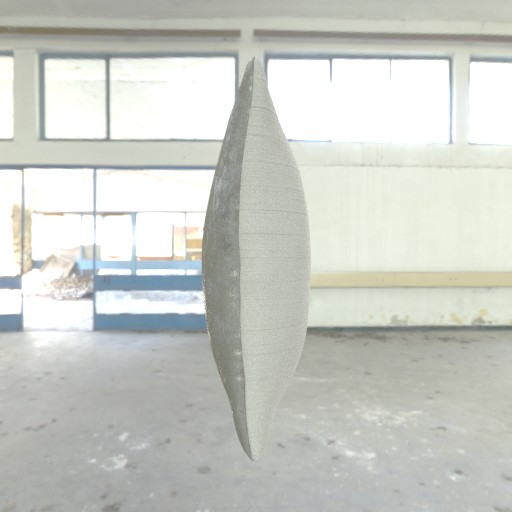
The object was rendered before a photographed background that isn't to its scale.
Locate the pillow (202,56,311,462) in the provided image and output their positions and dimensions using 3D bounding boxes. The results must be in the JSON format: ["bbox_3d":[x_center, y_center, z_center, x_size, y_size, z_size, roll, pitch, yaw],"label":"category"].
[{"bbox_3d":[0.000,0.000,0.731,0.175,0.464,0.470,0,0,0],"label":"pillow"}]
